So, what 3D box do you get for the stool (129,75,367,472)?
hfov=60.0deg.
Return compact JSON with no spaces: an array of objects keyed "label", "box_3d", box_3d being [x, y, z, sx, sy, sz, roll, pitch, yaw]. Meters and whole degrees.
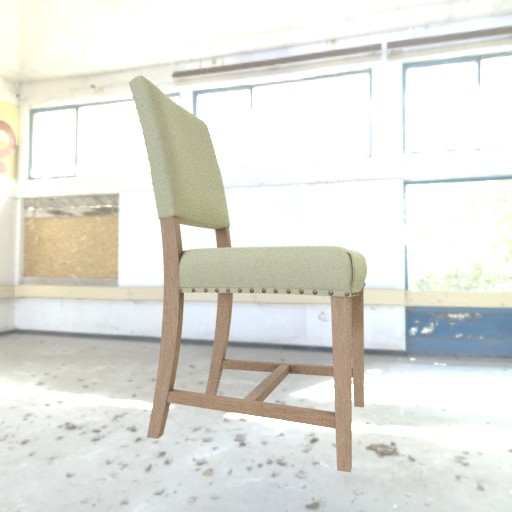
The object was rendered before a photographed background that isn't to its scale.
[{"label":"stool","box_3d":[0.000,0.000,1.332,0.623,0.986,0.508,0,-1,17]}]
